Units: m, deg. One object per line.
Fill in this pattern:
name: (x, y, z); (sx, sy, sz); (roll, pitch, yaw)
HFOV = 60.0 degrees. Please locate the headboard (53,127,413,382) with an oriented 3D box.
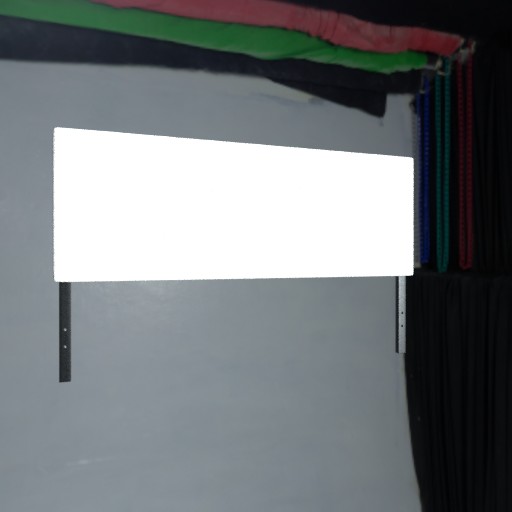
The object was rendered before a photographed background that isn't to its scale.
headboard: (0.000, 0.000, 2.827); (2.362, 1.410, 0.120); (0, 0, -19)
